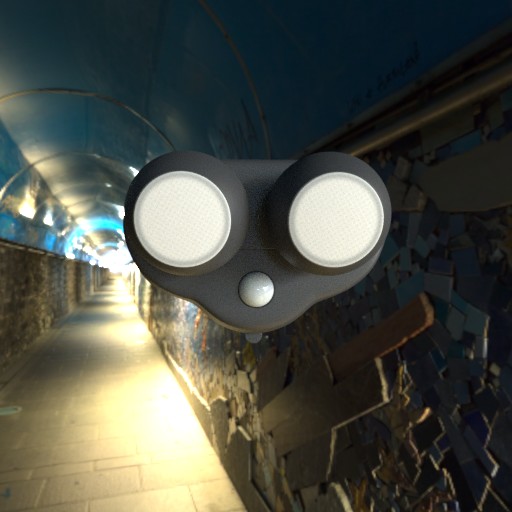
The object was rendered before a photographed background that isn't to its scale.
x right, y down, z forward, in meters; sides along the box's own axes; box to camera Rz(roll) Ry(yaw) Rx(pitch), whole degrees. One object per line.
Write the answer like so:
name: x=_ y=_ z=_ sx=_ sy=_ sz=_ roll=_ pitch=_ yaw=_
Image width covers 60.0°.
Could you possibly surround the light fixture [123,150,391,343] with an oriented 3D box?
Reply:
light fixture: x=0.000 y=0.000 z=0.341 sx=0.229 sy=0.159 sz=0.159 roll=0 pitch=-1 yaw=-2
